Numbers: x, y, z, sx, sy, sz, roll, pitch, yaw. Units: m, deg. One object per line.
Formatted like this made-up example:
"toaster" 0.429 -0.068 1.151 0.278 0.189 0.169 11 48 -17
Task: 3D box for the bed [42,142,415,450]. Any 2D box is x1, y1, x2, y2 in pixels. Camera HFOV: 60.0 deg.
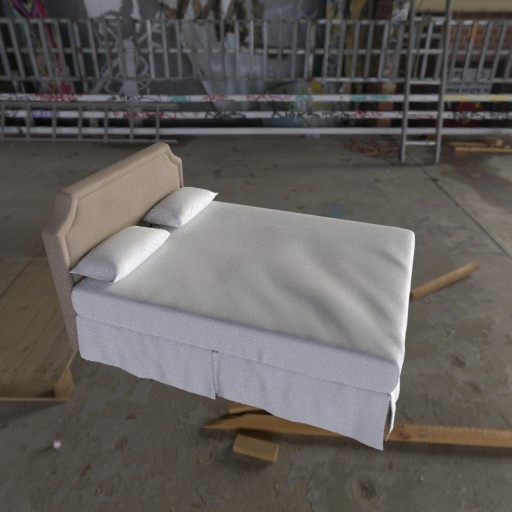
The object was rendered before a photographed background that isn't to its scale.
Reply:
"bed" 0.000 0.000 3.602 2.498 1.293 1.977 10 31 17
